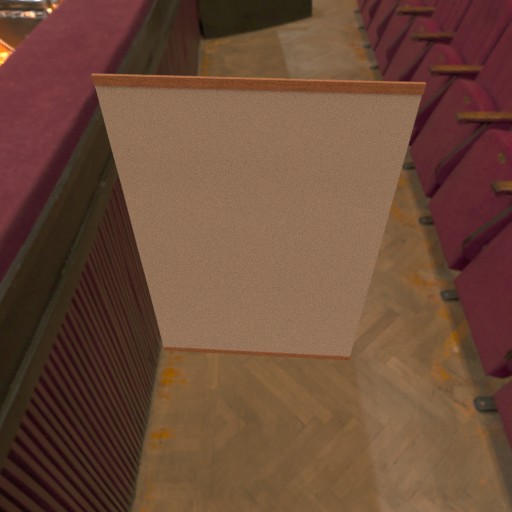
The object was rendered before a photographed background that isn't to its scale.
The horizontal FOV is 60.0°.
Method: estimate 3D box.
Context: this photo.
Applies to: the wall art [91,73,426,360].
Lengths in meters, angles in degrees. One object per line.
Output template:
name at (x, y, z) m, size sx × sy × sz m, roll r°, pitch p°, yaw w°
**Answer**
wall art at (0.000, 0.000, 1.885) m, size 1.019 × 1.527 × 0.019 m, roll 3°, pitch 45°, yaw 3°
